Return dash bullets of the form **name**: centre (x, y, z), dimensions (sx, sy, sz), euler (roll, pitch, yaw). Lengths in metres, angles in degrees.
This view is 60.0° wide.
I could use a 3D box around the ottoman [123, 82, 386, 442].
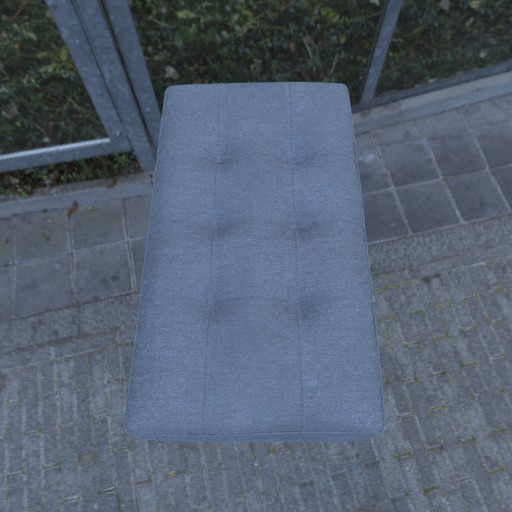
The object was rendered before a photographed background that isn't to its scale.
- **ottoman**: centre (0.000, 0.000, 1.463), dimensions (0.648, 0.514, 1.143), euler (0, 65, 0)
